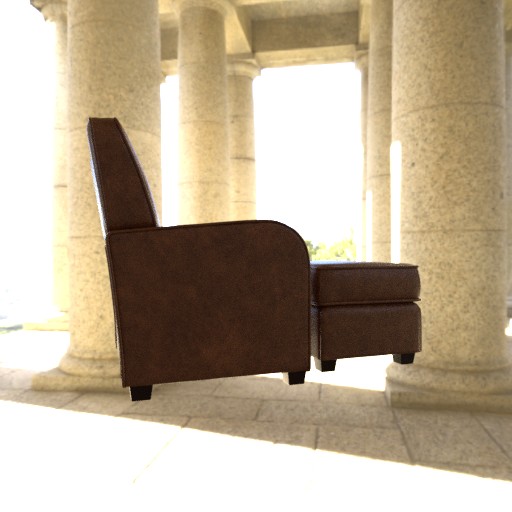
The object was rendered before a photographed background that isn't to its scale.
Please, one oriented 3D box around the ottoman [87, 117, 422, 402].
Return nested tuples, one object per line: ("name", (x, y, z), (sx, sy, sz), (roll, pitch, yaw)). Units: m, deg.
("ottoman", (0.000, 0.000, 1.861), (1.314, 0.904, 0.732), (0, 0, -19))
